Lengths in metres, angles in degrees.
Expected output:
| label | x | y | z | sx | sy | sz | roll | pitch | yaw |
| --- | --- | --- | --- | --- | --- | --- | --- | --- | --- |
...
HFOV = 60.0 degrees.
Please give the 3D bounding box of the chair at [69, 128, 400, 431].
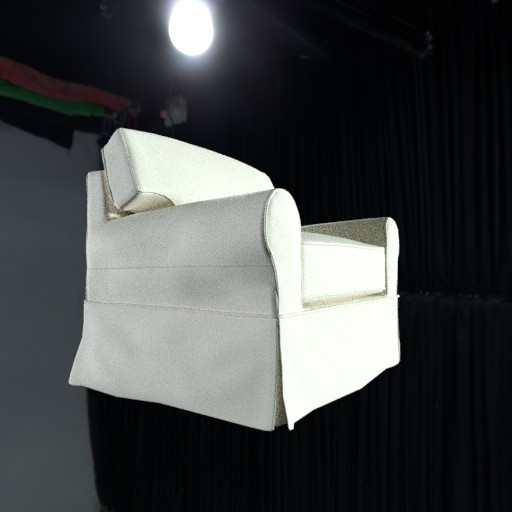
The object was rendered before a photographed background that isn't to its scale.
| label | x | y | z | sx | sy | sz | roll | pitch | yaw |
| --- | --- | --- | --- | --- | --- | --- | --- | --- | --- |
| chair | 0.000 | 0.000 | 1.805 | 0.904 | 0.958 | 1.099 | -1 | -1 | 35 |
